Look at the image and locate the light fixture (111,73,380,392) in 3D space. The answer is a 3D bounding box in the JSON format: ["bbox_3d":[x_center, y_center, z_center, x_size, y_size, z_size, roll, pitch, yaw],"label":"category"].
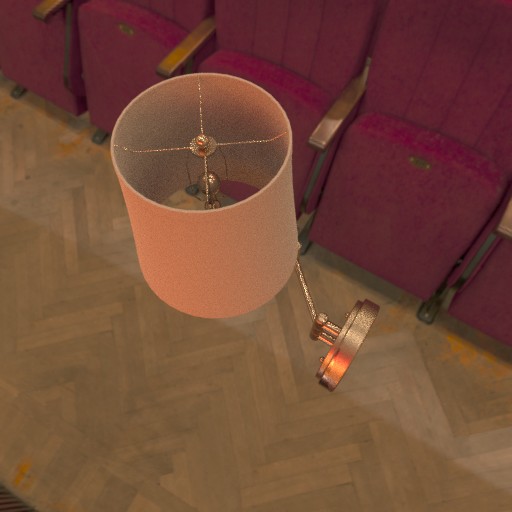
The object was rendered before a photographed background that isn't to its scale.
[{"bbox_3d":[0.000,0.000,0.585,0.348,0.381,0.223,30,67,14],"label":"light fixture"}]
